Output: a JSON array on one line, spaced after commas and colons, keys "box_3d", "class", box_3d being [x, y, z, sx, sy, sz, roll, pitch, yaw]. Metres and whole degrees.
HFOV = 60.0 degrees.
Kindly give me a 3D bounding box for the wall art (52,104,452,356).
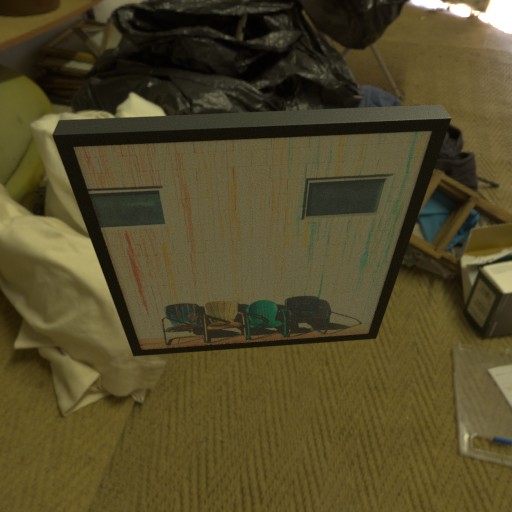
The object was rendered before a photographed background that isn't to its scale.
[{"box_3d": [0.000, 0.000, 0.753, 0.506, 0.506, 0.037, -3, 46, -3], "class": "wall art"}]
